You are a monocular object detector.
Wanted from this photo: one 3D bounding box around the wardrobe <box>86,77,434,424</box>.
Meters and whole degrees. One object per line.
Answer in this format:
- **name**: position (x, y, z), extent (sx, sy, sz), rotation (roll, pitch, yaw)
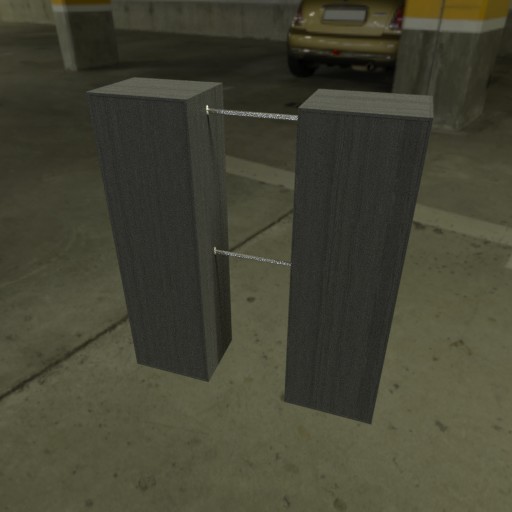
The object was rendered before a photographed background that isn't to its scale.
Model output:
- **wardrobe**: position (0.000, 0.000, 2.858), extent (1.770, 2.000, 0.480), rotation (10, 32, 16)
